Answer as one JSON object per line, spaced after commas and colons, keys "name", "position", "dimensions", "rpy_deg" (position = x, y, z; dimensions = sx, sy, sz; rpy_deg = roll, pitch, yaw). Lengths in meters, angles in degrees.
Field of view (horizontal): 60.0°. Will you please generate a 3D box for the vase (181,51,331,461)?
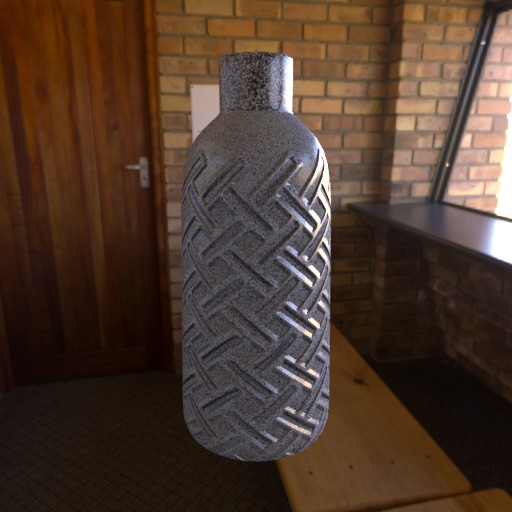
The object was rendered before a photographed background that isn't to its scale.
{"name": "vase", "position": [0.000, 0.000, 0.342], "dimensions": [0.122, 0.282, 0.122], "rpy_deg": [0, 15, 0]}
